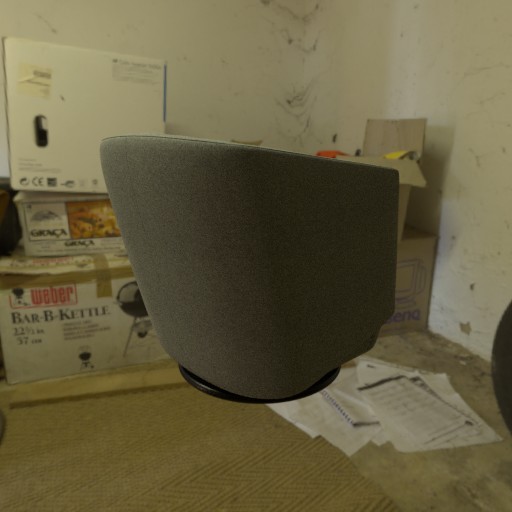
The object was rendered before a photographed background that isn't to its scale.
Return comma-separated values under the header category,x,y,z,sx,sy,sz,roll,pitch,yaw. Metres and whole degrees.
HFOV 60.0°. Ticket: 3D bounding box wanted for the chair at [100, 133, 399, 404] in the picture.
category,x,y,z,sx,sy,sz,roll,pitch,yaw
chair,0.000,0.000,1.644,0.986,0.861,0.822,-13,19,-42
